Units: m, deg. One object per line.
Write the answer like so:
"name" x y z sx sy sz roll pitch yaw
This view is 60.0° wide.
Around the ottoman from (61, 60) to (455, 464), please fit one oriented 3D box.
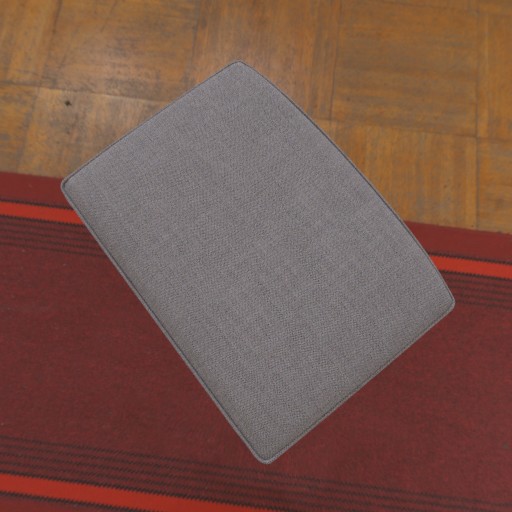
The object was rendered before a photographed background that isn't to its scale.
"ottoman" 0.000 0.000 1.108 0.555 0.458 0.750 -37 80 -8
